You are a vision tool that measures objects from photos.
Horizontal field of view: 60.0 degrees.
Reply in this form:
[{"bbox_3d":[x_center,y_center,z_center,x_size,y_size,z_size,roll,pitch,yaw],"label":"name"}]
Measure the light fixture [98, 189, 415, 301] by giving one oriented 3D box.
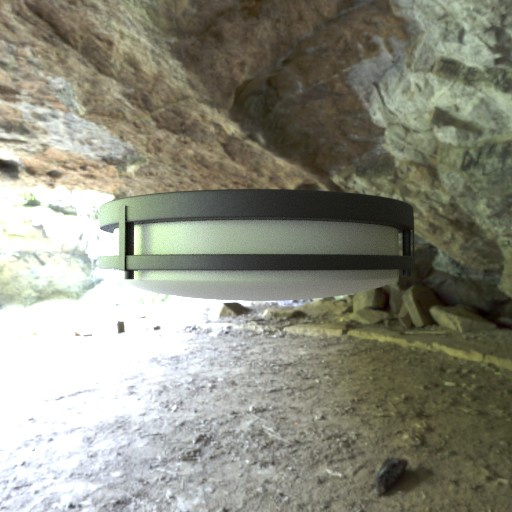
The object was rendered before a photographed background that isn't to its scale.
[{"bbox_3d":[0.000,0.000,0.530,0.356,0.102,0.356,0,-1,0],"label":"light fixture"}]
